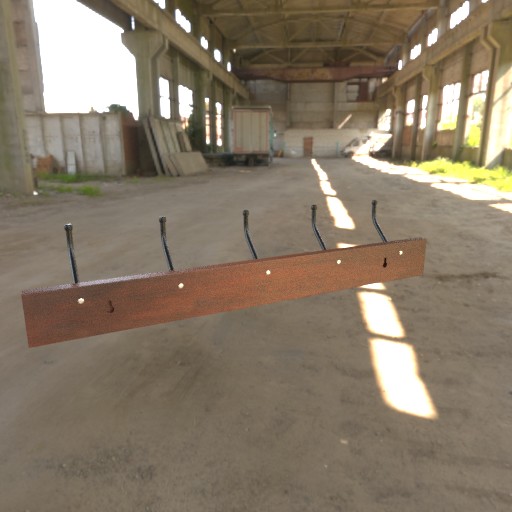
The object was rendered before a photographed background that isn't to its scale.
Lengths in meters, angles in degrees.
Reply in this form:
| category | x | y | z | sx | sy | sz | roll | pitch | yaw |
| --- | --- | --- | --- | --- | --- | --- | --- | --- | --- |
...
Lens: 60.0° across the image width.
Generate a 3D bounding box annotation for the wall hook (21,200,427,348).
| category | x | y | z | sx | sy | sz | roll | pitch | yaw |
| --- | --- | --- | --- | --- | --- | --- | --- | --- | --- |
| wall hook | 0.000 | 0.000 | 0.607 | 0.571 | 0.117 | 0.071 | -7 | 16 | -26 |
